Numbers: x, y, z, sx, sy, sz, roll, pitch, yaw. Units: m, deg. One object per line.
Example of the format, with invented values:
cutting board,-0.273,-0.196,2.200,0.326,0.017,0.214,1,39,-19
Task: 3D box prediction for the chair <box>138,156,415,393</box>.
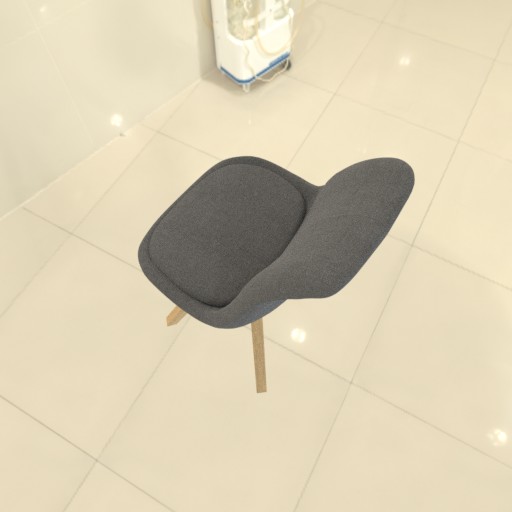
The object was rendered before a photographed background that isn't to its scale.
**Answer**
chair,0.000,0.000,1.179,0.550,0.850,0.485,33,68,15
